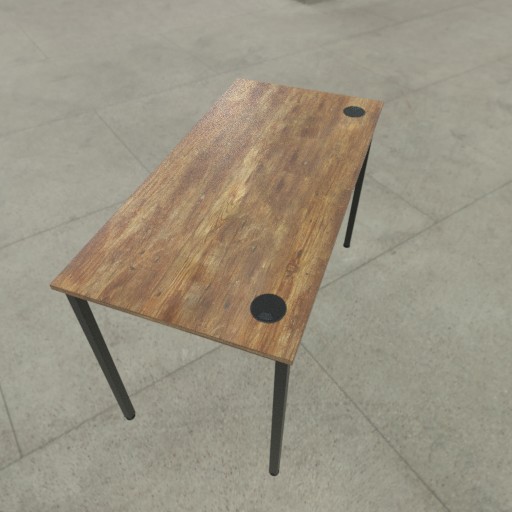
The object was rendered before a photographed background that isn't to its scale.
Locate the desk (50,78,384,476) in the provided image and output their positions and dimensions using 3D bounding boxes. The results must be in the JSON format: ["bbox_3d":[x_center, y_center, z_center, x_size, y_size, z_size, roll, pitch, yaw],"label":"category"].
[{"bbox_3d":[0.000,0.000,1.634,0.600,0.749,1.200,15,47,14],"label":"desk"}]
